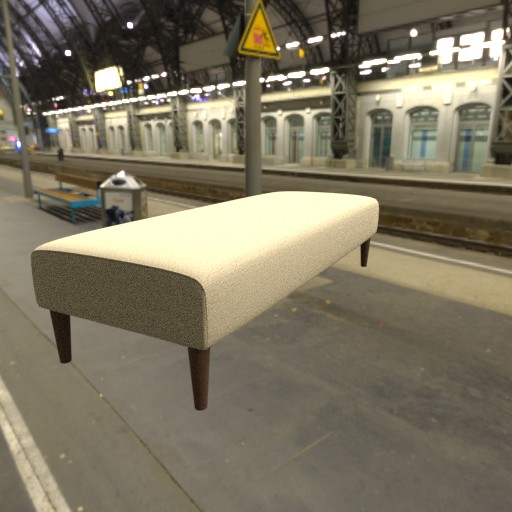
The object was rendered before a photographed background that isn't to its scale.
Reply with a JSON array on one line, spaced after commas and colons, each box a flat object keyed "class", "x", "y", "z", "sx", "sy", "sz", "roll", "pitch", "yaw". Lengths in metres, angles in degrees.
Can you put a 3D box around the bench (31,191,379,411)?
[{"class": "bench", "x": 0.000, "y": 0.000, "z": 1.842, "sx": 0.646, "sy": 0.393, "sz": 1.609, "roll": 8, "pitch": 16, "yaw": 28}]
